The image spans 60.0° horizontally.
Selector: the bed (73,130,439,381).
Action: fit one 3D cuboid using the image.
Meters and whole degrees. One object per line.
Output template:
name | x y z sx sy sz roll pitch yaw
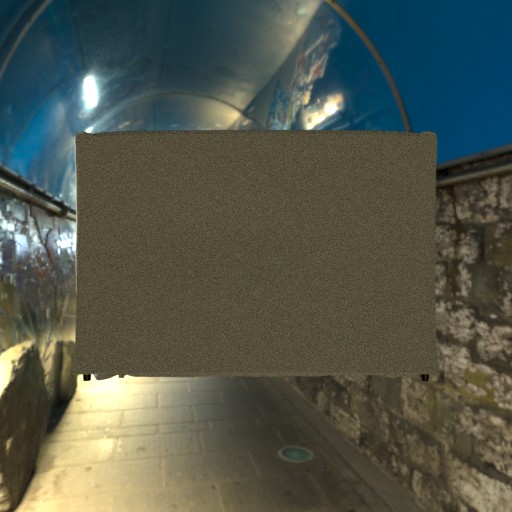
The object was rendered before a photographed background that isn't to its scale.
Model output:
bed | 0.000 0.000 3.436 1.925 1.332 2.276 0 0 0
